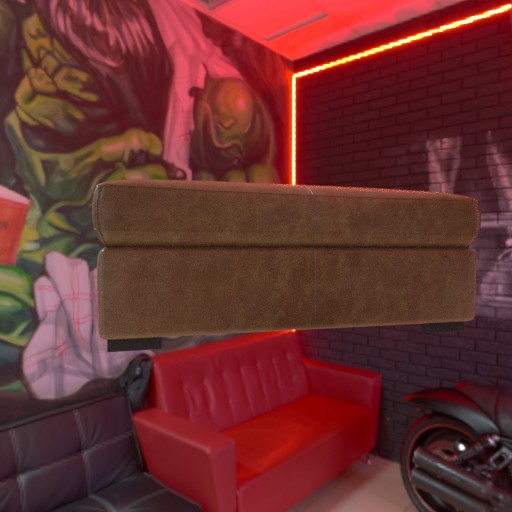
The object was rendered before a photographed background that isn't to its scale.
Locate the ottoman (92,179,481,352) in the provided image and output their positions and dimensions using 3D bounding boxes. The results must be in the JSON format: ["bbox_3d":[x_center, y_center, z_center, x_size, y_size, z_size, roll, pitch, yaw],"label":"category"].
[{"bbox_3d":[0.000,0.000,1.802,1.169,0.483,1.168,0,1,-16],"label":"ottoman"}]
